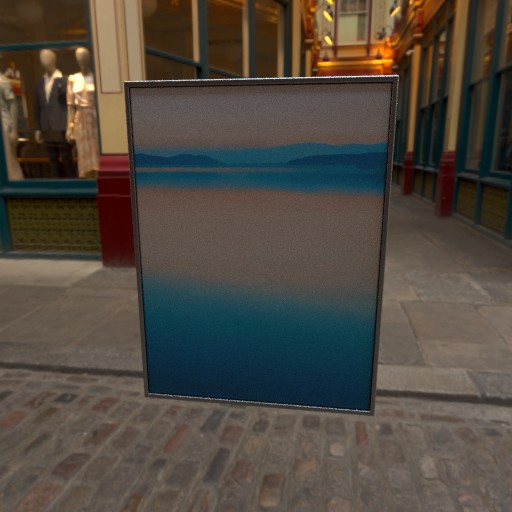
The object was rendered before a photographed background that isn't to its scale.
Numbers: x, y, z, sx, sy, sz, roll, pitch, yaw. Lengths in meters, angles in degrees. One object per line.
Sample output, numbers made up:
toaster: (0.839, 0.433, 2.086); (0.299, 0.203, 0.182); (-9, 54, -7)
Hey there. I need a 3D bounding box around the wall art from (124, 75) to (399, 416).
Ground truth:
wall art: (0.000, 0.000, 1.420); (0.801, 1.062, 0.037); (2, 14, 8)
